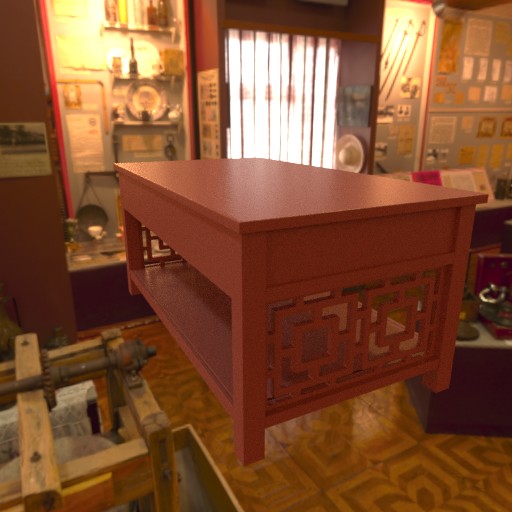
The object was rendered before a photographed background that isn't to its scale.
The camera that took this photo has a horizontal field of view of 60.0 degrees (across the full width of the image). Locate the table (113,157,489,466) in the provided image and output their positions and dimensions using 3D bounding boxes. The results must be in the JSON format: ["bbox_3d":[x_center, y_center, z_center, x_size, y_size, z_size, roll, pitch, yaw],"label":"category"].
[{"bbox_3d":[0.000,0.000,1.359,0.612,0.493,1.068,-9,19,-26],"label":"table"}]
